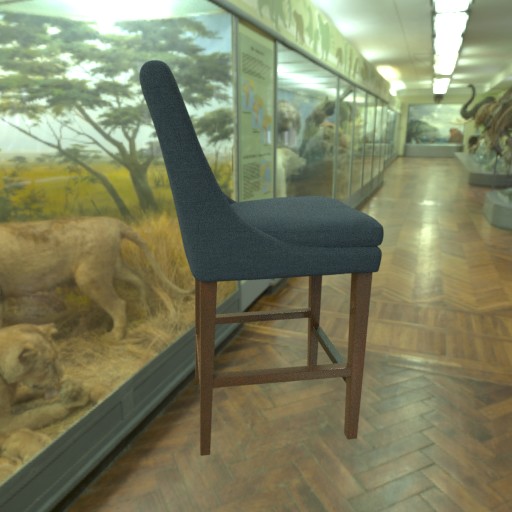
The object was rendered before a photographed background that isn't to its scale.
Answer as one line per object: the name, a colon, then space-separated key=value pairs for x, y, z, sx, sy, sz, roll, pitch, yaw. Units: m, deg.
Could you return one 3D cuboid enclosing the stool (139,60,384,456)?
stool: x=0.000 y=0.000 z=1.276 sx=0.577 sy=0.981 sz=0.470 roll=-3 pitch=16 yaw=-9
